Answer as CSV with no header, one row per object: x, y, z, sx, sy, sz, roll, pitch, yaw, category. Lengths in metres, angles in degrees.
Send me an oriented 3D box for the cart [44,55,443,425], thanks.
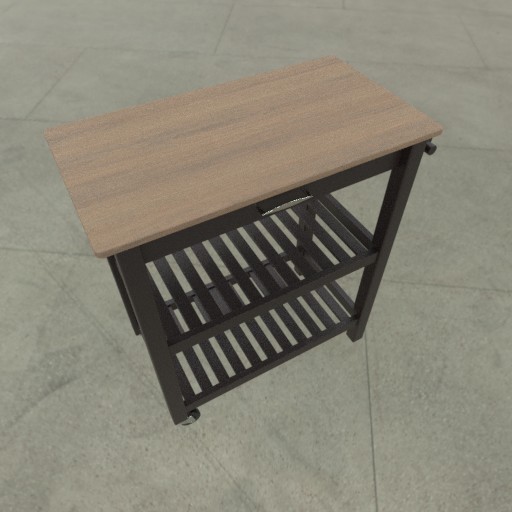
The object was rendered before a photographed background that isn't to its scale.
0.000,0.000,1.400,0.899,0.927,0.457,-22,52,-19,cart
